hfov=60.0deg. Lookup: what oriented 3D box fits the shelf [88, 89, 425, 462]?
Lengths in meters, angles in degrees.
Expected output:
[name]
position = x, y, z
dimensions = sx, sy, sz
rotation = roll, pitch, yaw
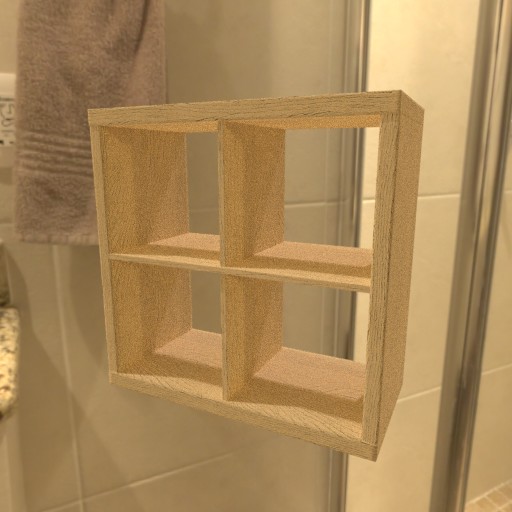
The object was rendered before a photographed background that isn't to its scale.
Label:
[shelf]
position = 0.000, 0.000, 1.245
dimensions = 0.790, 0.786, 0.390
rotation = 6, 14, 26
